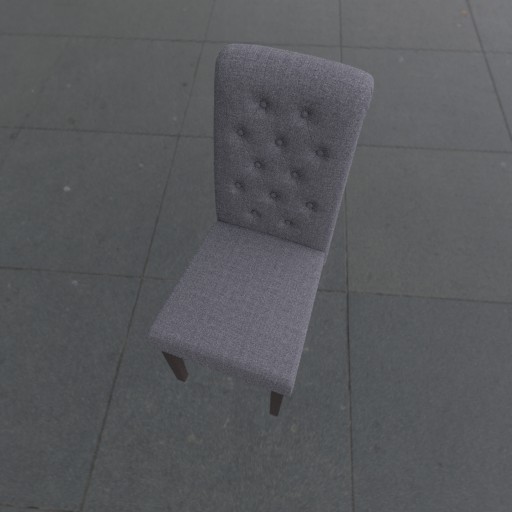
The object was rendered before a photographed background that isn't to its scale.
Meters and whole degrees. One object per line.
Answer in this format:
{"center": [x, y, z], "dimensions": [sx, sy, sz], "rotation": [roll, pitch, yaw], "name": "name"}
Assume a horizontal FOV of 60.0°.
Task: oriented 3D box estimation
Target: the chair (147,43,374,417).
{"center": [0.000, 0.000, 1.379], "dimensions": [0.456, 1.006, 0.671], "rotation": [17, 59, 11], "name": "chair"}
